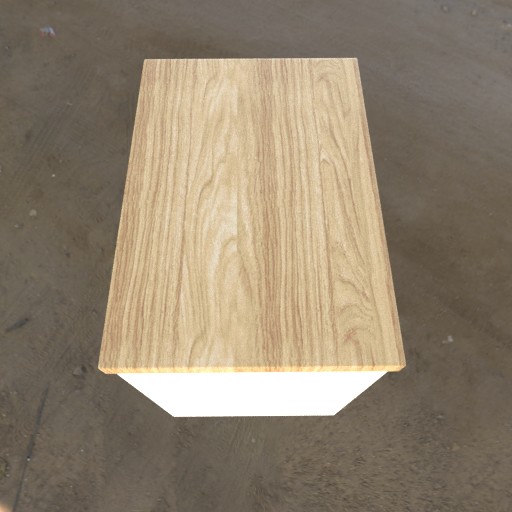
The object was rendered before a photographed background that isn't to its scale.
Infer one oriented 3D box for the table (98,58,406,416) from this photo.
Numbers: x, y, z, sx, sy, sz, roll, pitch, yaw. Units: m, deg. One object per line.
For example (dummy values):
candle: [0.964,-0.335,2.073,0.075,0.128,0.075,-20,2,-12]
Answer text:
table: [0.000,0.000,0.805,0.360,0.440,0.500,0,63,0]
